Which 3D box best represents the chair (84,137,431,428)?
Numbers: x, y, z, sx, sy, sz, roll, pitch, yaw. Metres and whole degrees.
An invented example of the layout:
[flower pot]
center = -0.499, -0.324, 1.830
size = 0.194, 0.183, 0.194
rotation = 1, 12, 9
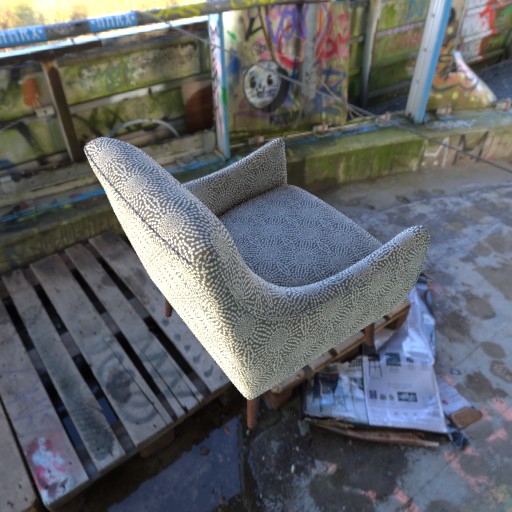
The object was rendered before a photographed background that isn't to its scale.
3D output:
[chair]
center = 0.000, 0.000, 1.476
size = 0.787, 0.838, 0.762
rotation = -26, 47, -26
